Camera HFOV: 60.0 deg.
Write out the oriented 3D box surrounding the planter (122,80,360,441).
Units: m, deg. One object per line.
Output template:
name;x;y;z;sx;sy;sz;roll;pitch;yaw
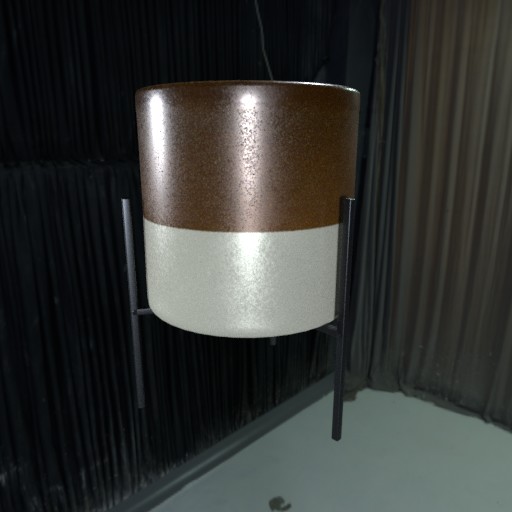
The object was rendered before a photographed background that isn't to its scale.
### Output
planter;0.000;0.000;0.540;0.269;0.375;0.255;14;20;42
